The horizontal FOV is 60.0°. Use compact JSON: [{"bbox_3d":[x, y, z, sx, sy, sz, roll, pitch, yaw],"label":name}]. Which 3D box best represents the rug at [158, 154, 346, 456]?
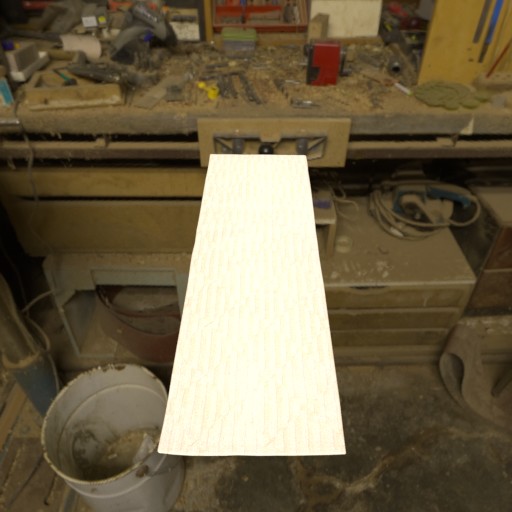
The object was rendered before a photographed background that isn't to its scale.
[{"bbox_3d":[0.000,0.000,2.736,0.793,0.014,2.450,1,43,1],"label":"rug"}]
